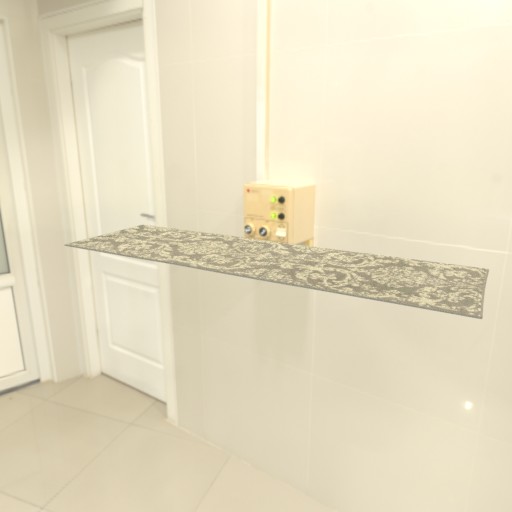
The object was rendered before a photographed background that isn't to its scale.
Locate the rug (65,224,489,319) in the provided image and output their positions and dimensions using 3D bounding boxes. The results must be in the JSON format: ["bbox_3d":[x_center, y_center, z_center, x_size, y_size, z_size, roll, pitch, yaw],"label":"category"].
[{"bbox_3d":[0.000,0.000,2.361,2.196,0.011,0.662,8,18,28],"label":"rug"}]
